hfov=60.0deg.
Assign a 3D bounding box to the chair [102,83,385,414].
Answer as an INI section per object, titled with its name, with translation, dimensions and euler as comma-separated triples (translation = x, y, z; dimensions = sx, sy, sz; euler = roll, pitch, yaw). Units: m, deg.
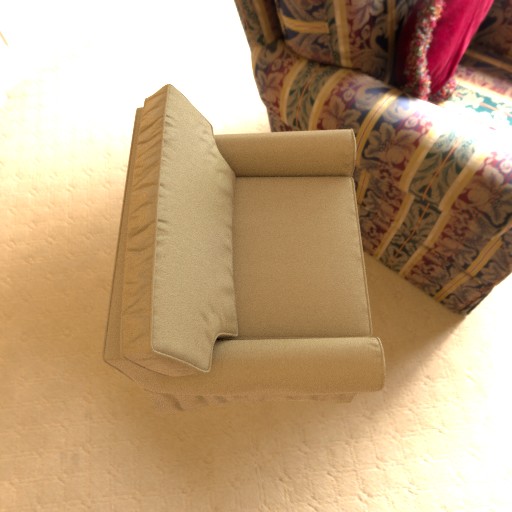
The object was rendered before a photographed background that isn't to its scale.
[chair]
translation = 0.000, 0.000, 1.769
dimensions = 0.903, 0.937, 1.096
euler = -1, 65, 0
